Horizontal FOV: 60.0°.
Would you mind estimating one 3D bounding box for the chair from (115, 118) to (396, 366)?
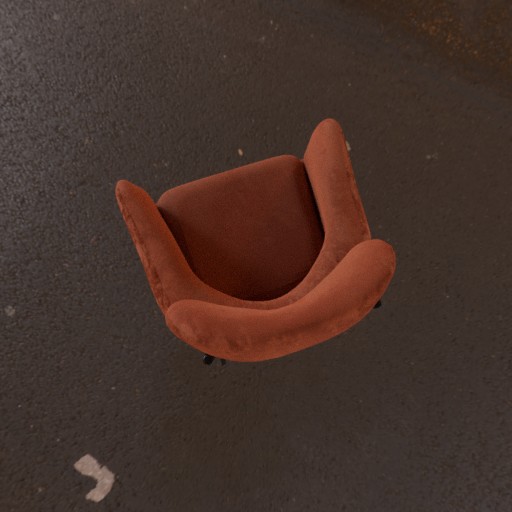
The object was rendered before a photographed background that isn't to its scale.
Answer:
[{"bbox_3d":[0.000,0.000,1.143,0.561,0.772,0.523,-18,76,-4],"label":"chair"}]
